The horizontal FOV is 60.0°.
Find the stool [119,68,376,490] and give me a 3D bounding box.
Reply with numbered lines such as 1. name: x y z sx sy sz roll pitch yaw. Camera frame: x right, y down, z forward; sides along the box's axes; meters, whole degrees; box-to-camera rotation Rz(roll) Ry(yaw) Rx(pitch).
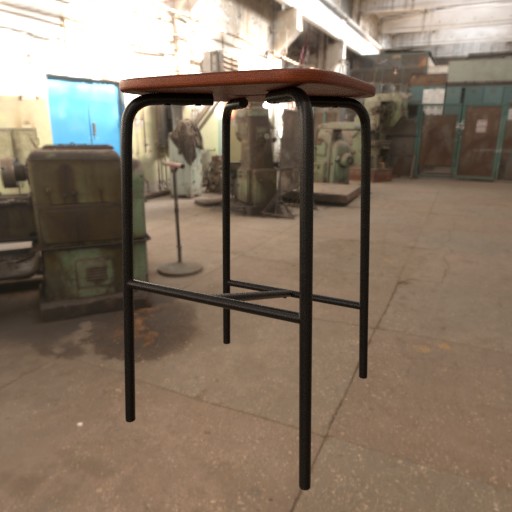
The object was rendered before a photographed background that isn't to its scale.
1. stool: 0.000 0.000 0.840 0.376 0.610 0.376 8 18 26
